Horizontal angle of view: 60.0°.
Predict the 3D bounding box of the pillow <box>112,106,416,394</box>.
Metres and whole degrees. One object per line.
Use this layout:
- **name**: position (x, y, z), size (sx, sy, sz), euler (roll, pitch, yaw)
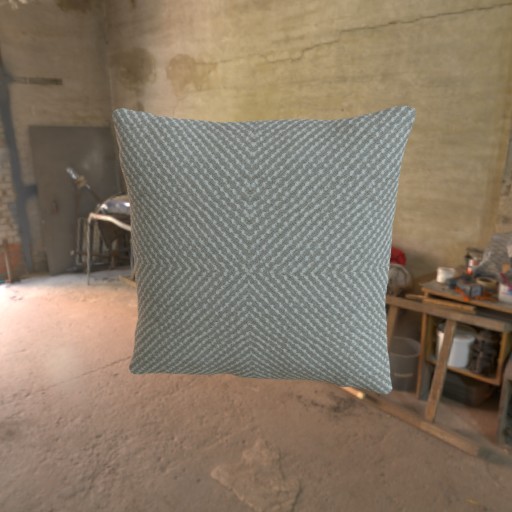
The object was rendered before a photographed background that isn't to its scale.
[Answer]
- **pillow**: position (0.000, 0.000, 0.716), size (0.459, 0.458, 0.181), euler (2, 16, 8)
